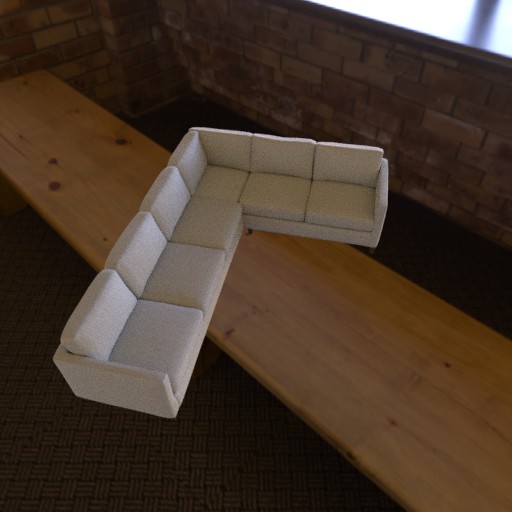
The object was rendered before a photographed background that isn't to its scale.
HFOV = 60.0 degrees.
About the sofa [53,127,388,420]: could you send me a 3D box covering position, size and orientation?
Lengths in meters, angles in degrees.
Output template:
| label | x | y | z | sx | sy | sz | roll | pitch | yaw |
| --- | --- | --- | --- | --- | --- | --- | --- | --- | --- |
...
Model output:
| label | x | y | z | sx | sy | sz | roll | pitch | yaw |
| --- | --- | --- | --- | --- | --- | --- | --- | --- | --- |
| sofa | 0.000 | 0.000 | 4.470 | 2.522 | 0.934 | 3.333 | 9 | 47 | 9 |
